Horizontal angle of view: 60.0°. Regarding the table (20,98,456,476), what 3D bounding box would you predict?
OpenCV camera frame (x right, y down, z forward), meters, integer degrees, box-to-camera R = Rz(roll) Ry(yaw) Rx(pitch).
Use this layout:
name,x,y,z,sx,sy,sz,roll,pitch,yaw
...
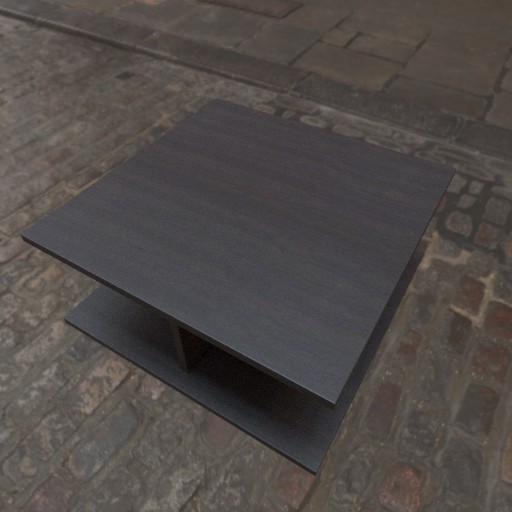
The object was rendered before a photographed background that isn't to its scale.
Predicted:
name,x,y,z,sx,sy,sz,roll,pitch,yaw
table,0.000,0.000,1.211,0.762,0.396,0.762,24,50,21
